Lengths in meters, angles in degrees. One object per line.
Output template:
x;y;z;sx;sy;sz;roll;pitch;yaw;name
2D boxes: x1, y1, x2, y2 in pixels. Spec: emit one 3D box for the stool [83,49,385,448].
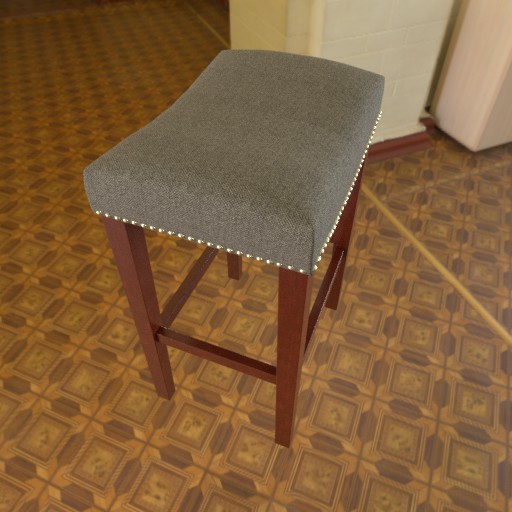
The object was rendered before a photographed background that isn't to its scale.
0.000;0.000;1.008;0.372;0.742;0.504;16;48;15;stool
